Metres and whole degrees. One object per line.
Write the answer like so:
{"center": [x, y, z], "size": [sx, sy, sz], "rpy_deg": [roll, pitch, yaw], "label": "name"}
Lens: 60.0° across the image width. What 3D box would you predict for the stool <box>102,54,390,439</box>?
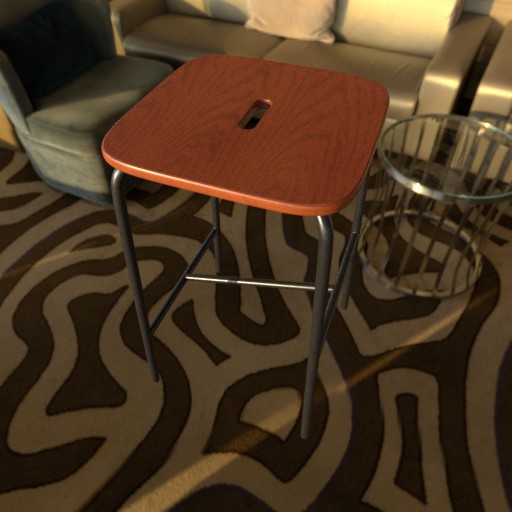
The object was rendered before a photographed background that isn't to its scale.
{"center": [0.000, 0.000, 0.870], "size": [0.376, 0.610, 0.376], "rpy_deg": [16, 49, 14], "label": "stool"}
